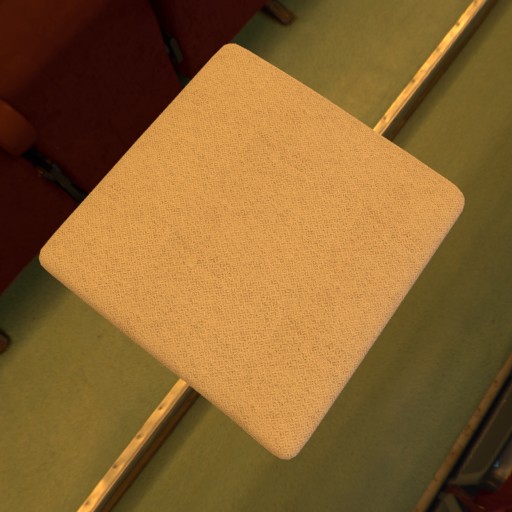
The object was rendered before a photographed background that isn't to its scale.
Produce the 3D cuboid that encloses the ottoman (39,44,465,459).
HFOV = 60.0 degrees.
[{"bbox_3d":[0.000,0.000,0.893,0.512,0.453,0.521,36,79,8],"label":"ottoman"}]
